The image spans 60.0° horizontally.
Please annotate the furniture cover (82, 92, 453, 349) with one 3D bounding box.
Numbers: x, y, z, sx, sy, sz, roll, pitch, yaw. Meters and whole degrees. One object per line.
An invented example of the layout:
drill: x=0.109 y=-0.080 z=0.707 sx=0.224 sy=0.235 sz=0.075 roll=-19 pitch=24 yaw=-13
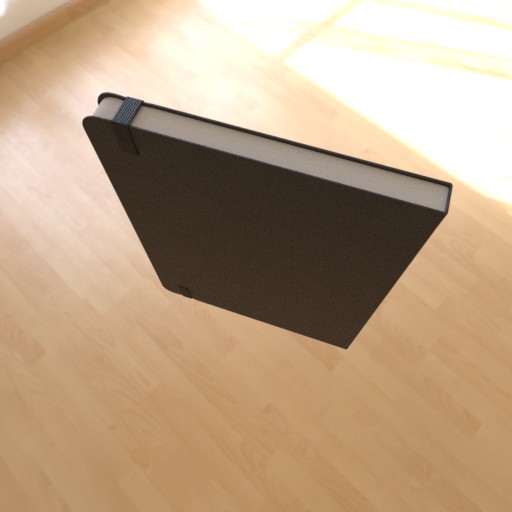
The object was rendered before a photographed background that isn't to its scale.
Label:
furniture cover: x=0.000 y=0.000 z=0.374 sx=0.216 sy=0.281 sz=0.023 roll=17 pitch=65 yaw=8
